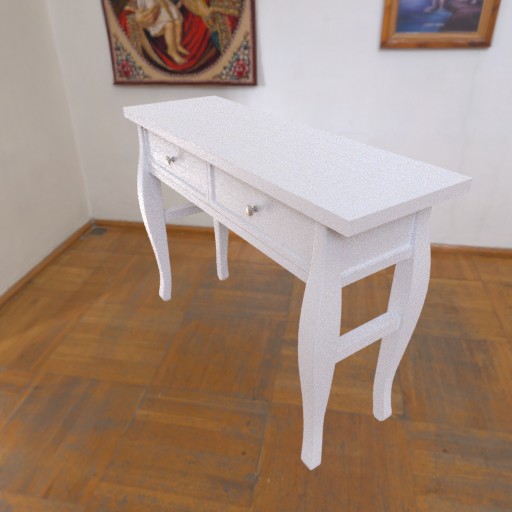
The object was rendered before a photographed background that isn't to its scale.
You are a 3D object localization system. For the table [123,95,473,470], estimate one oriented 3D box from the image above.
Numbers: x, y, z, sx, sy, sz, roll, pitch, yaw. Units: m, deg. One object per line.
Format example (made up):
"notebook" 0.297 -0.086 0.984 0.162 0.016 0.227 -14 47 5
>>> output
"table" 0.000 0.000 1.399 0.373 0.768 1.062 -19 36 -29
